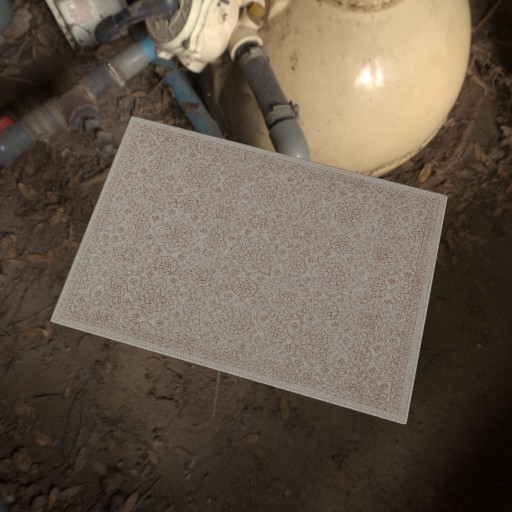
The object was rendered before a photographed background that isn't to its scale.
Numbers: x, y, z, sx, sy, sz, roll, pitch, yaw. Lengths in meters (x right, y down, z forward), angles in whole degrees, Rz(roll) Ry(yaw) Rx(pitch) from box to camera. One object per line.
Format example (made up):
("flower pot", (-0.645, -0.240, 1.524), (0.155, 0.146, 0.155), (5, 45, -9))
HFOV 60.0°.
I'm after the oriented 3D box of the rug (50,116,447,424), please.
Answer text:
("rug", (0.000, 0.000, 2.330), (1.829, 0.010, 1.219), (15, 76, 4))
